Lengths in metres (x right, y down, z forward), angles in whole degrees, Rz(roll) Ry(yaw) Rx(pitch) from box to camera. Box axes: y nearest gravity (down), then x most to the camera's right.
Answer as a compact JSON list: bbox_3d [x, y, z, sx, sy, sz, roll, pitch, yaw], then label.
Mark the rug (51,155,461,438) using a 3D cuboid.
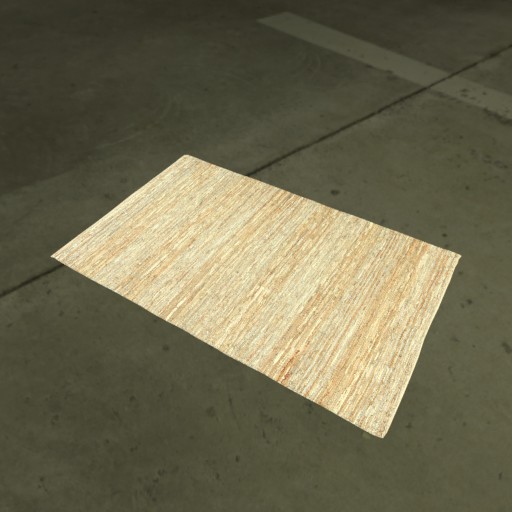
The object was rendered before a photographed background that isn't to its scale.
[{"bbox_3d":[0.000,0.000,3.104,2.446,0.009,1.529,24,50,22],"label":"rug"}]
